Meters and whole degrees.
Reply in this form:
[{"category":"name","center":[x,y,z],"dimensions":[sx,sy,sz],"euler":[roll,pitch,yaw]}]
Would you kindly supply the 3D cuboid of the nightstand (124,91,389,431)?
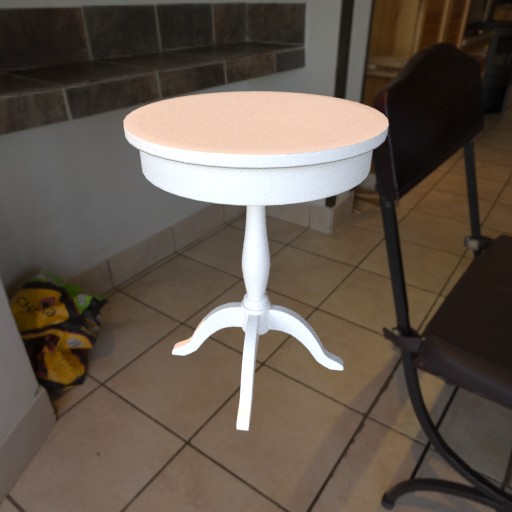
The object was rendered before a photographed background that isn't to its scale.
[{"category":"nightstand","center":[0.000,0.000,1.048],"dimensions":[0.513,0.653,0.513],"euler":[9,31,14]}]
